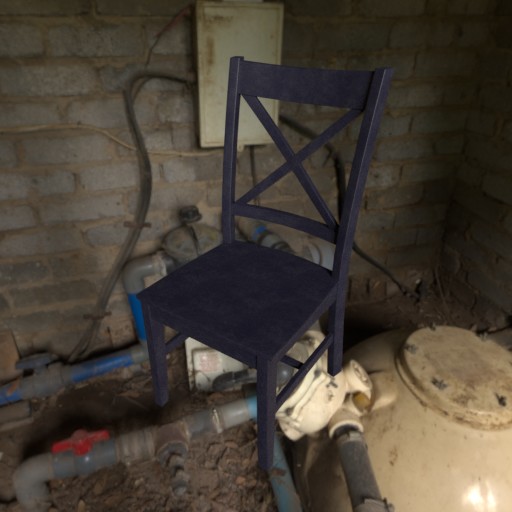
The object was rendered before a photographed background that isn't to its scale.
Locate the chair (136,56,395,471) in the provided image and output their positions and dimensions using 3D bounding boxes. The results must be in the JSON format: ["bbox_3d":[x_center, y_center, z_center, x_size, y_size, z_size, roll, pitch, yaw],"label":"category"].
[{"bbox_3d":[0.000,0.000,1.269,0.485,0.983,0.542,19,35,29],"label":"chair"}]
